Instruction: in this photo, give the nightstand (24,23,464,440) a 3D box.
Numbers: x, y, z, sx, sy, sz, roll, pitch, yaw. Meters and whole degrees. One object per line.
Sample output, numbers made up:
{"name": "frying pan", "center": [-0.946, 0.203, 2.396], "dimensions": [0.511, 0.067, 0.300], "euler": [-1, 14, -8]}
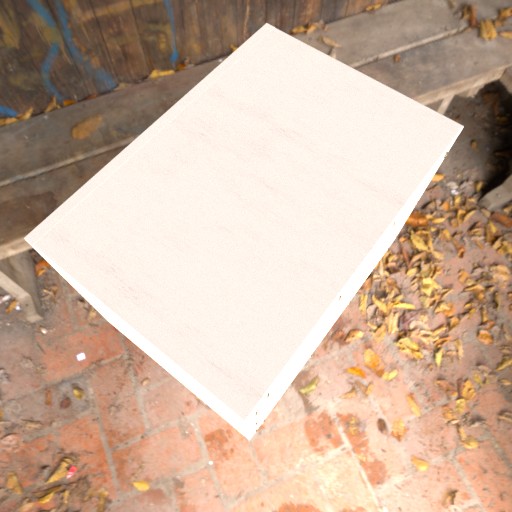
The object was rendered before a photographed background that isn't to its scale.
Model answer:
{"name": "nightstand", "center": [0.000, 0.000, 0.998], "dimensions": [0.447, 0.604, 0.614], "euler": [35, 69, 15]}
